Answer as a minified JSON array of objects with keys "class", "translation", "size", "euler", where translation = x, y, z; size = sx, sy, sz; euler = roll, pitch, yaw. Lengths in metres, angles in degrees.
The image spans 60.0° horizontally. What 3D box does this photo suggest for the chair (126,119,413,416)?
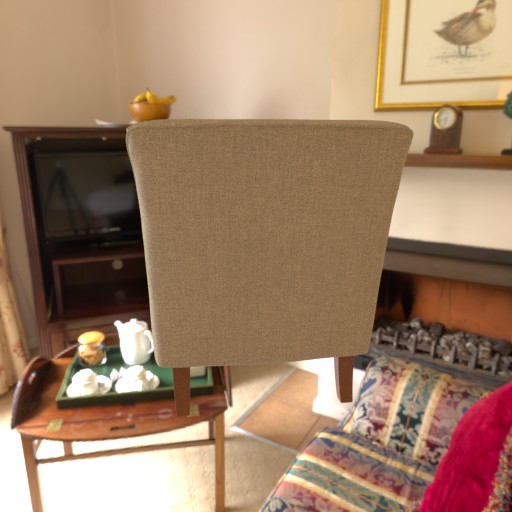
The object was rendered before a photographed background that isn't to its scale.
[{"class":"chair","translation":[0.000,0.000,1.833],"size":[0.887,1.047,0.993],"euler":[-2,15,-8]}]
